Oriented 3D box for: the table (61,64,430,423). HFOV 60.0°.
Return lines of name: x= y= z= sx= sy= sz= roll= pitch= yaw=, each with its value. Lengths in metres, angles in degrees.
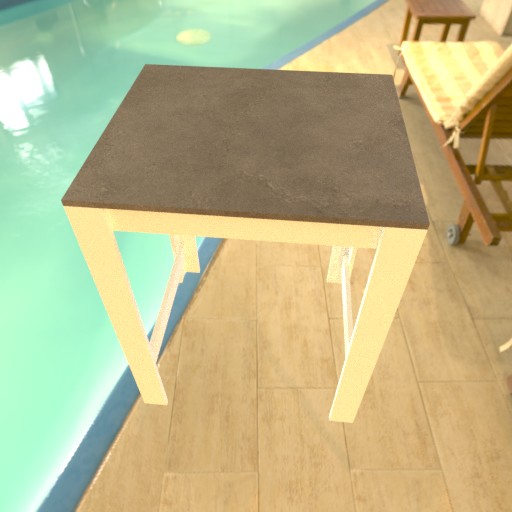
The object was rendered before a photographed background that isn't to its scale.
table: x=0.000 y=0.000 z=1.564 sx=0.800 sy=1.020 sz=0.700 roll=4 pitch=47 yaw=4
